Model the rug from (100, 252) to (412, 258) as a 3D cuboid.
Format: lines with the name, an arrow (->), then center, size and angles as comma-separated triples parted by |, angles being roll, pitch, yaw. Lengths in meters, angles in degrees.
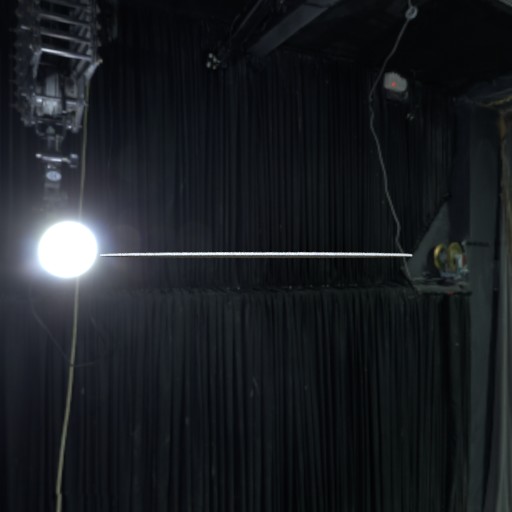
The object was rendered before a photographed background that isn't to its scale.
rug -> 0.000, 0.000, 2.401 | 1.598, 0.010, 1.598 | 0, -1, 0
